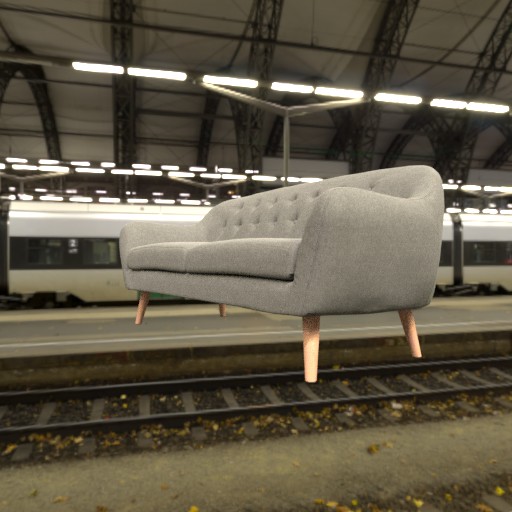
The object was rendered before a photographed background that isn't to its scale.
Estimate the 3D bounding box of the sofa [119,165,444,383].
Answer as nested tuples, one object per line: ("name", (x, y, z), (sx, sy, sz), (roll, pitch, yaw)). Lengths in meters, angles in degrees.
("sofa", (0.000, 0.000, 2.246), (0.820, 0.820, 1.840), (0, 0, -36))
